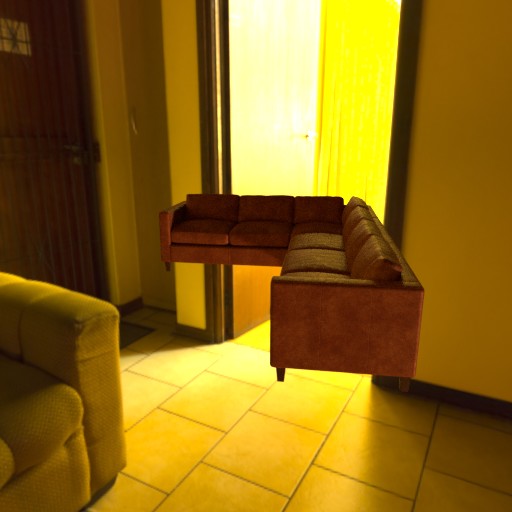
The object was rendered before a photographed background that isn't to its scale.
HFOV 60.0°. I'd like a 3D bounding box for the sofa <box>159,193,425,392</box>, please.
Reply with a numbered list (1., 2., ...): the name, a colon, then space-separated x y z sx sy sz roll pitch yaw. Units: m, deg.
1. sofa: 0.000 0.000 4.280 2.438 0.838 3.150 2 15 8
